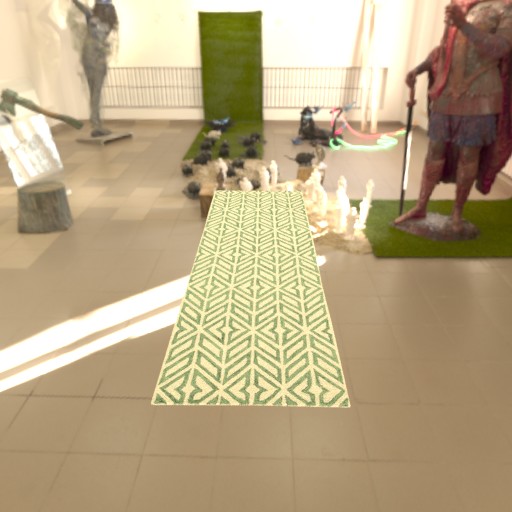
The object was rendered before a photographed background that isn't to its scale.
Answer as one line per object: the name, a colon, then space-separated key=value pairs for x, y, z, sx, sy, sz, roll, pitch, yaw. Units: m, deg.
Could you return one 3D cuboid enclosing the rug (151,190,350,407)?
rug: x=0.000 y=0.000 z=2.739 sx=0.750 sy=0.009 sz=2.435 roll=0 pitch=27 yaw=1
